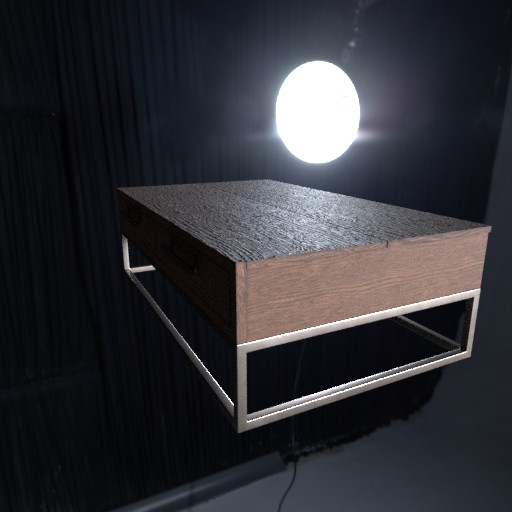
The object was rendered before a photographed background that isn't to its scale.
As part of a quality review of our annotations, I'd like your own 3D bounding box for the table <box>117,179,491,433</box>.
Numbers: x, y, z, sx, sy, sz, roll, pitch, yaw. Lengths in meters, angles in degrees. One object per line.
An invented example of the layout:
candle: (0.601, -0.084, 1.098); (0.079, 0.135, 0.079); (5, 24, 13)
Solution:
table: (0.000, 0.000, 1.493); (0.719, 0.361, 1.167); (-8, 18, -26)
